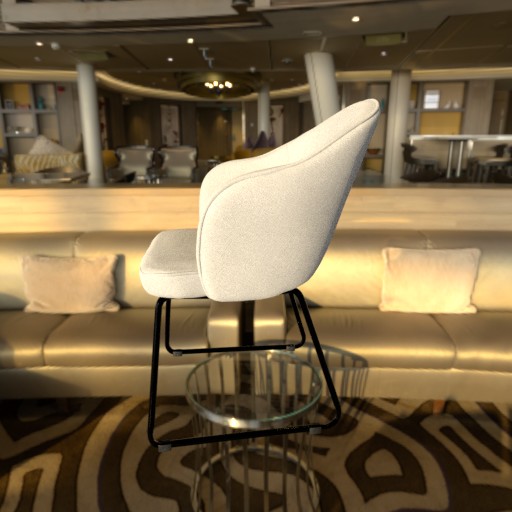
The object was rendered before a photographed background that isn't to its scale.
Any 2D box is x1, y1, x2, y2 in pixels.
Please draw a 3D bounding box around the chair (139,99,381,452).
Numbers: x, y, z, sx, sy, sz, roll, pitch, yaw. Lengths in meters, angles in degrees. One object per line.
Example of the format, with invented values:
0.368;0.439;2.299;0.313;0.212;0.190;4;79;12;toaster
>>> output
0.000;0.000;1.217;0.592;0.817;0.570;-2;15;-7;chair
